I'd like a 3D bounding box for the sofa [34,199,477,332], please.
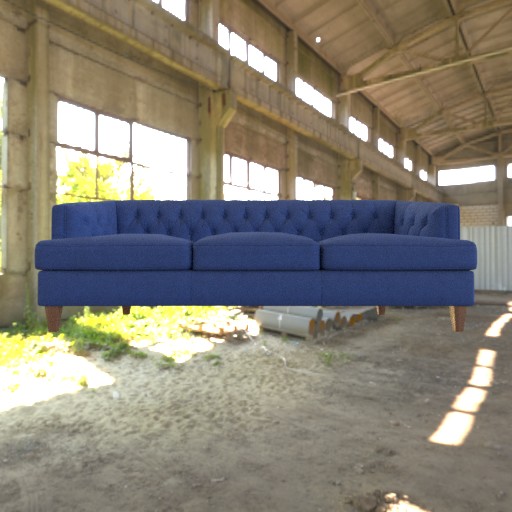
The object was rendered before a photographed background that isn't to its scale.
[{"bbox_3d":[0.000,0.000,2.665,2.235,0.787,0.914,0,-1,0],"label":"sofa"}]
